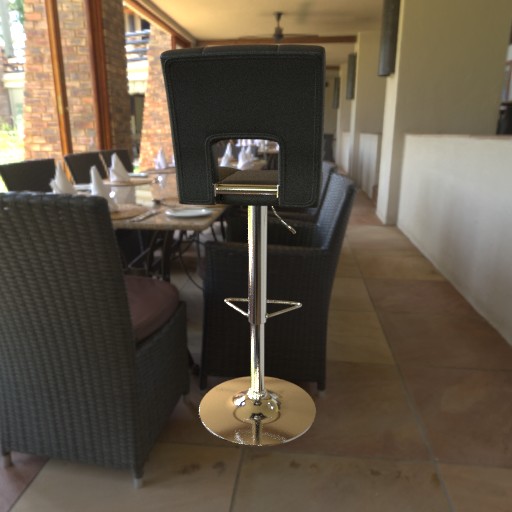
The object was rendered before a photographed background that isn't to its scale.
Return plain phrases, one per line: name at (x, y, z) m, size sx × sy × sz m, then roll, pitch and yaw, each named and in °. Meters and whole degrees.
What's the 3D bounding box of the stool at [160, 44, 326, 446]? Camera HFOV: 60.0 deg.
stool at (0.000, 0.000, 1.406) m, size 0.415 × 1.151 × 0.520 m, roll 3°, pitch 16°, yaw 9°
